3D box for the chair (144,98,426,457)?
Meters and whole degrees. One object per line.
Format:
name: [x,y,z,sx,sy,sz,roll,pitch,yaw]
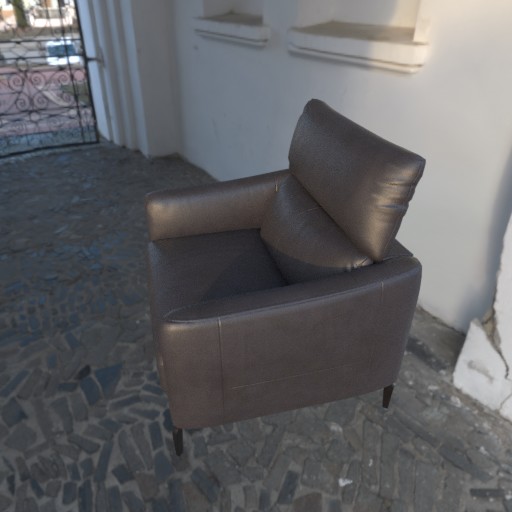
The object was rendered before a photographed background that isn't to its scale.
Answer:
chair: [0.000,0.000,1.652,0.809,0.949,0.976,-8,32,-13]
